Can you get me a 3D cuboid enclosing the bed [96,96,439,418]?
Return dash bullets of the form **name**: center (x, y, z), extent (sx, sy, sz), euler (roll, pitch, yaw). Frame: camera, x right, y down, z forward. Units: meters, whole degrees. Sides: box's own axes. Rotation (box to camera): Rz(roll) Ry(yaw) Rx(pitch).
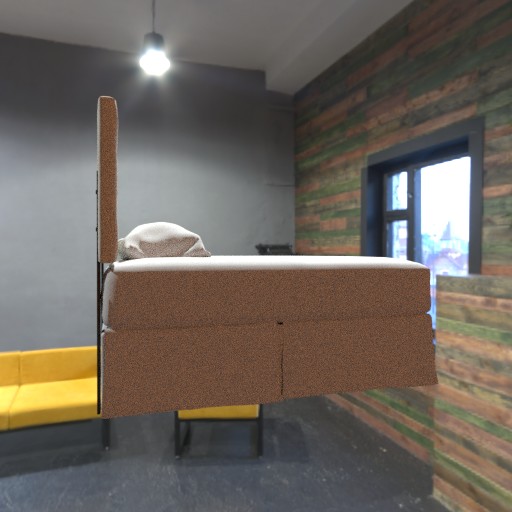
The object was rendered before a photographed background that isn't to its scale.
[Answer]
- **bed**: center (0.000, 0.000, 2.982), extent (1.997, 1.571, 1.261), euler (0, 0, -18)
